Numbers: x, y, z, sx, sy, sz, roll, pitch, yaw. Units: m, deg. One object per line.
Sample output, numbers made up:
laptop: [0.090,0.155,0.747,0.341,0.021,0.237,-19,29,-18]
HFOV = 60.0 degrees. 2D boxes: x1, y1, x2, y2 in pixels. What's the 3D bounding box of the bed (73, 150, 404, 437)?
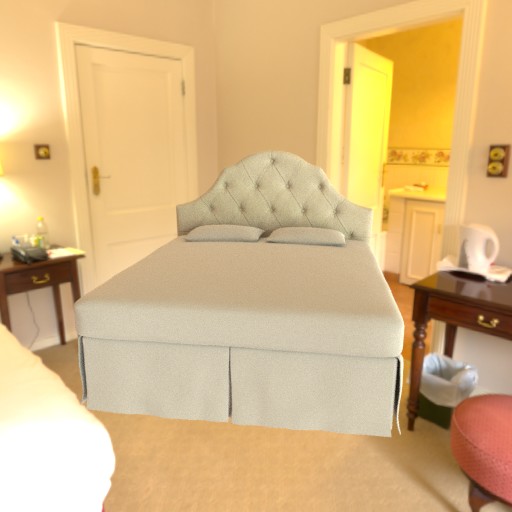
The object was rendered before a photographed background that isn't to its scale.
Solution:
bed: [0.000,0.000,3.412,2.012,1.555,2.086,2,14,8]
